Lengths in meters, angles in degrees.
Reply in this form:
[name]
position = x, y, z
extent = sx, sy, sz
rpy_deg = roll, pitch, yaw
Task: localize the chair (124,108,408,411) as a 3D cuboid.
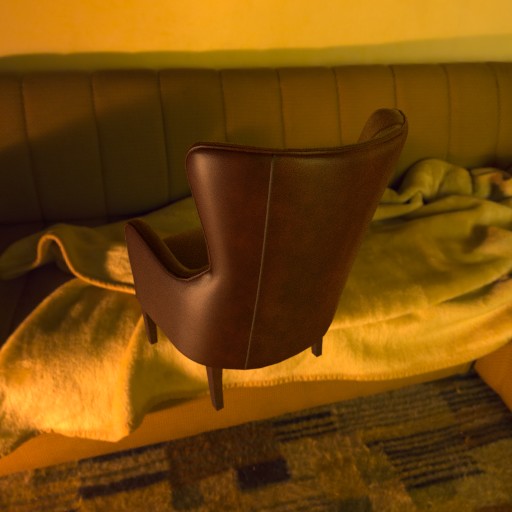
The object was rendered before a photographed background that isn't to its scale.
[chair]
position = 0.000, 0.000, 1.604
extent = 0.692, 1.048, 0.914
rpy_deg = -19, 35, -30
